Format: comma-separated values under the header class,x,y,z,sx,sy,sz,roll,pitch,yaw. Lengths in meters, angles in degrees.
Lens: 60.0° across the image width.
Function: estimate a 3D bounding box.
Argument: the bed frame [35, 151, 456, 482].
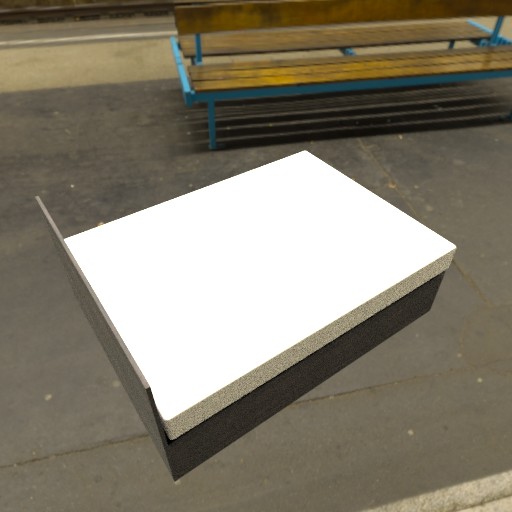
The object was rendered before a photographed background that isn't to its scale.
class,x,y,z,sx,sy,sz,roll,pitch,yaw
bed frame,0.000,0.000,2.612,1.900,0.800,1.400,-25,48,-25
